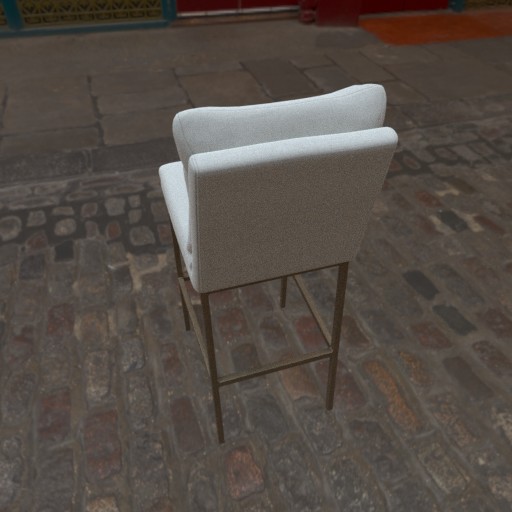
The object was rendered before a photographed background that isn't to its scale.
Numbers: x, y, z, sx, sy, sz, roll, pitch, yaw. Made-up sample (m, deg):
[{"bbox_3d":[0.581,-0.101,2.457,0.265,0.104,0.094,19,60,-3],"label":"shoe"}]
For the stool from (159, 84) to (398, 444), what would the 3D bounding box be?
[{"bbox_3d":[0.000,0.000,1.363,0.463,1.125,0.572,-12,42,-14],"label":"stool"}]
